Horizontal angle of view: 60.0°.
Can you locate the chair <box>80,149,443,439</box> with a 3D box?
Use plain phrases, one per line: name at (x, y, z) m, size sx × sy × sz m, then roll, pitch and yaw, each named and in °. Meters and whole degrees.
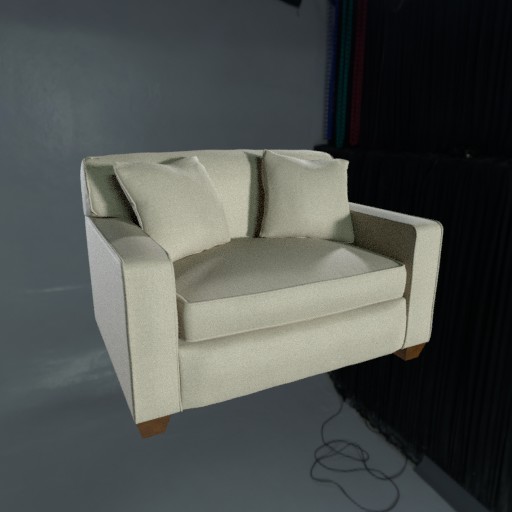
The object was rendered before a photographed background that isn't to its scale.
chair at (0.000, 0.000, 2.066) m, size 1.383 × 0.948 × 1.000 m, roll -8°, pitch 17°, yaw -26°
